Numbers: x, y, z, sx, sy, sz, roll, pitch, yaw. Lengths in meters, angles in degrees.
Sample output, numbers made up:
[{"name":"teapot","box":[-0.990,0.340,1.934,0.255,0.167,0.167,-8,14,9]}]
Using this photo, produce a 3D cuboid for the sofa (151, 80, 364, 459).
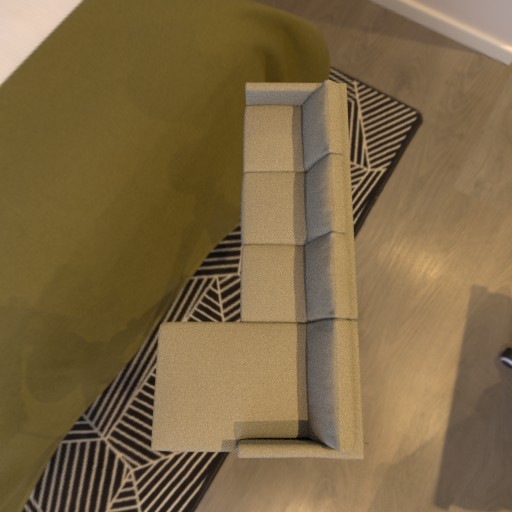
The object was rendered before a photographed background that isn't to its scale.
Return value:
[{"name":"sofa","box":[0.000,0.000,3.859,1.625,0.861,3.186,1,75,0]}]
